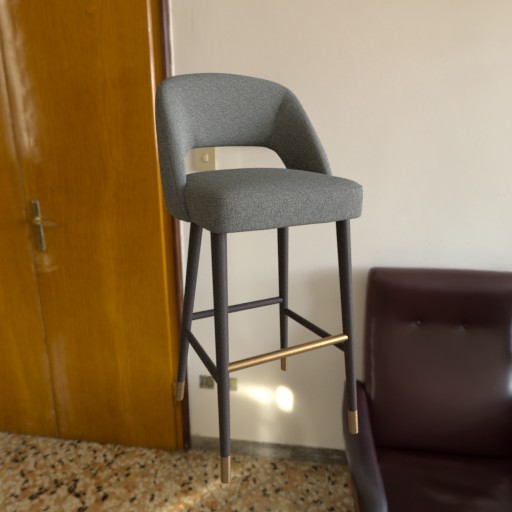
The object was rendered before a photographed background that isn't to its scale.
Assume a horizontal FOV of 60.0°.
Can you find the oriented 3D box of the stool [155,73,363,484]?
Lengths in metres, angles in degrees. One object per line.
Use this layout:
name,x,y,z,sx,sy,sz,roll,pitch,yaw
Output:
stool,0.000,0.000,1.364,0.536,1.089,0.524,-8,18,-26
